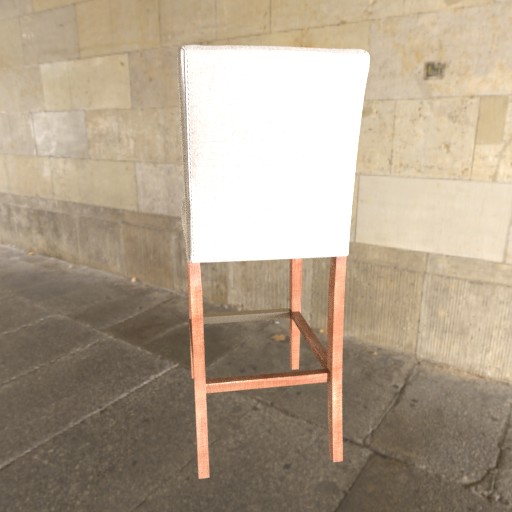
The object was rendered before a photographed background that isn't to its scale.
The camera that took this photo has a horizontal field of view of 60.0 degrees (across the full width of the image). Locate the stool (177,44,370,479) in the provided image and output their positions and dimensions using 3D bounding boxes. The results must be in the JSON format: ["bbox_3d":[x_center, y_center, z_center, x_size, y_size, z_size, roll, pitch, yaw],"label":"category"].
[{"bbox_3d":[0.000,0.000,1.348,0.439,1.088,0.570,-3,16,-9],"label":"stool"}]
